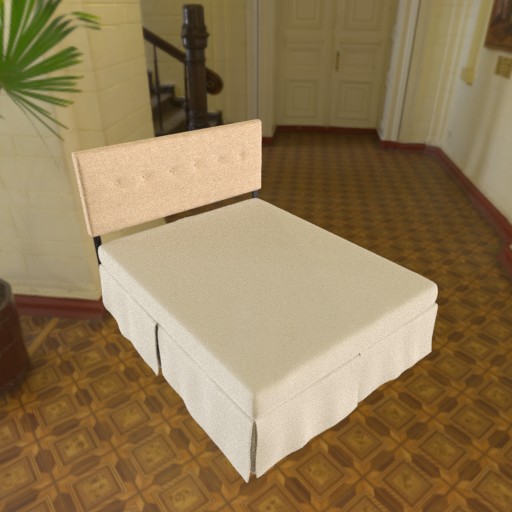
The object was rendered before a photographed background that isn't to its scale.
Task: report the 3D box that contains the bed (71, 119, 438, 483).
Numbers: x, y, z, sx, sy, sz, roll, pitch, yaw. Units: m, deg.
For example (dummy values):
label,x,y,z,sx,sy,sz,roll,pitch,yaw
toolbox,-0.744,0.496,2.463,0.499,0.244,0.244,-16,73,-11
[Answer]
label,x,y,z,sx,sy,sz,roll,pitch,yaw
bed,0.000,0.000,3.010,1.643,1.270,1.978,-21,36,-33
